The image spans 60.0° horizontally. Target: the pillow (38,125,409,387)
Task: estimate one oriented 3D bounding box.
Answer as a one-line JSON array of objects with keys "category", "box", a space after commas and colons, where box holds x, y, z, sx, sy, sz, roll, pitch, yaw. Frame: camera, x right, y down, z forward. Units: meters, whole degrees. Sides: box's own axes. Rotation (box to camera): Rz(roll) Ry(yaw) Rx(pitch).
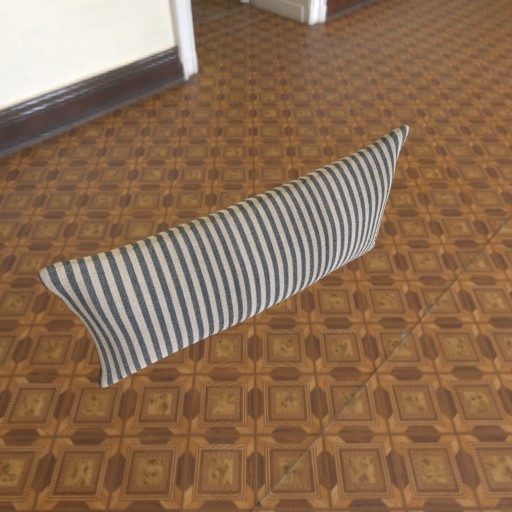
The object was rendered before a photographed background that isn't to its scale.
[{"category": "pillow", "box": [0.000, 0.000, 0.744, 0.617, 0.295, 0.151, -25, 52, -22]}]
